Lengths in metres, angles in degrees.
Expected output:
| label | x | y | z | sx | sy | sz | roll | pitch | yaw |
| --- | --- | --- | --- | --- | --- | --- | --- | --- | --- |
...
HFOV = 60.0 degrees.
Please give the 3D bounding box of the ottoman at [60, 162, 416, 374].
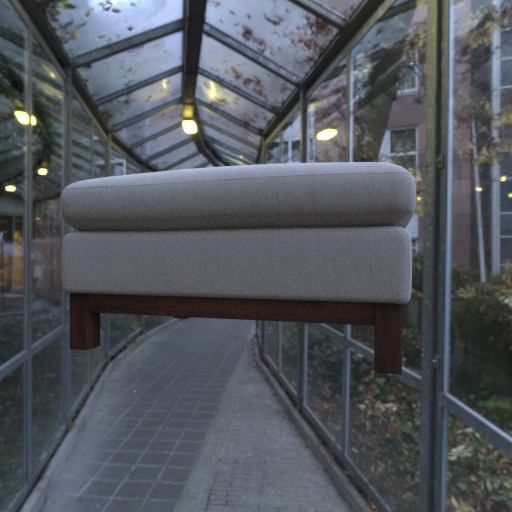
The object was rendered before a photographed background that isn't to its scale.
| label | x | y | z | sx | sy | sz | roll | pitch | yaw |
| --- | --- | --- | --- | --- | --- | --- | --- | --- | --- |
| ottoman | 0.000 | 0.000 | 1.155 | 0.771 | 0.420 | 0.606 | 0 | 0 | 17 |
